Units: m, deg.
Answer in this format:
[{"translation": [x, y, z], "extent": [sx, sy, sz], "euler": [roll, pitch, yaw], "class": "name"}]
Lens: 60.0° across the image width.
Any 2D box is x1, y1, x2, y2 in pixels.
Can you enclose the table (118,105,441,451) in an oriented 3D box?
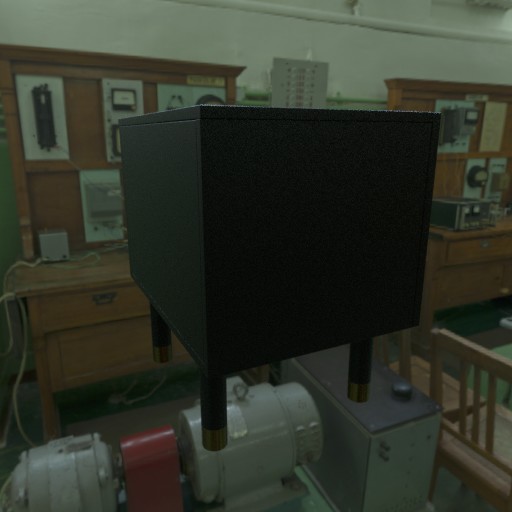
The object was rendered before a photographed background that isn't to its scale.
[{"translation": [0.000, 0.000, 0.971], "extent": [0.441, 0.584, 0.564], "euler": [-8, 17, -26], "class": "table"}]
